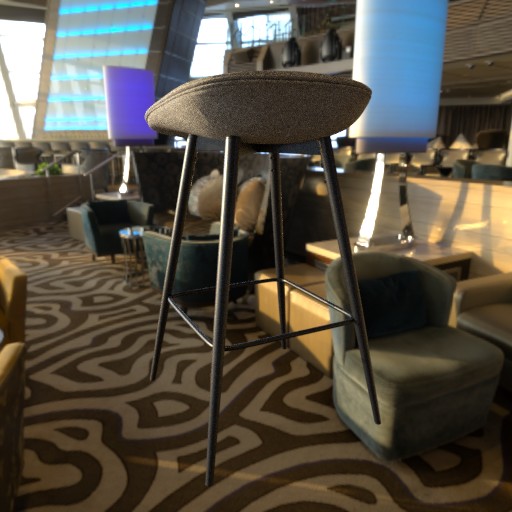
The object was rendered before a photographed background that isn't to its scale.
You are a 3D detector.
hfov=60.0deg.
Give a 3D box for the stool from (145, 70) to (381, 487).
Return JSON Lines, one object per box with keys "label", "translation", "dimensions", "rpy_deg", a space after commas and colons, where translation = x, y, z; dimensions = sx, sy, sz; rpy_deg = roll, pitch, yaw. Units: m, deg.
{"label": "stool", "translation": [0.000, 0.000, 1.115], "dimensions": [0.469, 0.814, 0.480], "rpy_deg": [-7, 16, -26]}
